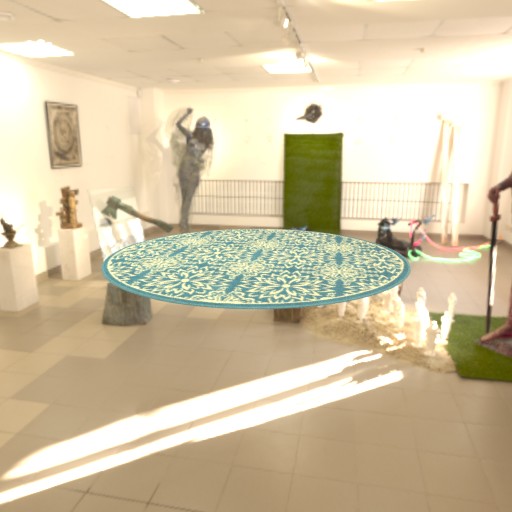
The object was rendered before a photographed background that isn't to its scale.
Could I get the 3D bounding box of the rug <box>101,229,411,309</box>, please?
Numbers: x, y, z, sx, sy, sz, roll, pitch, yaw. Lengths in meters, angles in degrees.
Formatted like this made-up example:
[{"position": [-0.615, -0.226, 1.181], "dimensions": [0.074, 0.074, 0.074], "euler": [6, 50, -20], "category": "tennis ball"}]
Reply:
[{"position": [0.000, 0.000, 2.408], "dimensions": [1.593, 0.012, 1.593], "euler": [0, 14, 0], "category": "rug"}]
